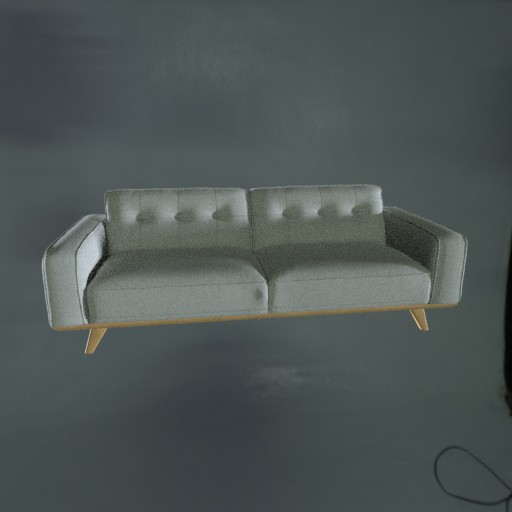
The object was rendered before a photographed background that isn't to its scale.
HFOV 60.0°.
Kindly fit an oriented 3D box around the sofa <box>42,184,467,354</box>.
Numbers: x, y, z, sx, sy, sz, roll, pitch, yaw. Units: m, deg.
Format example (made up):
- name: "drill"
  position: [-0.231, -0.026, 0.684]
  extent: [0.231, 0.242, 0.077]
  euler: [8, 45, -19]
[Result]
- name: "sofa"
  position: [0.000, 0.000, 2.777]
  extent: [2.270, 0.781, 0.956]
  euler: [-2, 17, -8]
